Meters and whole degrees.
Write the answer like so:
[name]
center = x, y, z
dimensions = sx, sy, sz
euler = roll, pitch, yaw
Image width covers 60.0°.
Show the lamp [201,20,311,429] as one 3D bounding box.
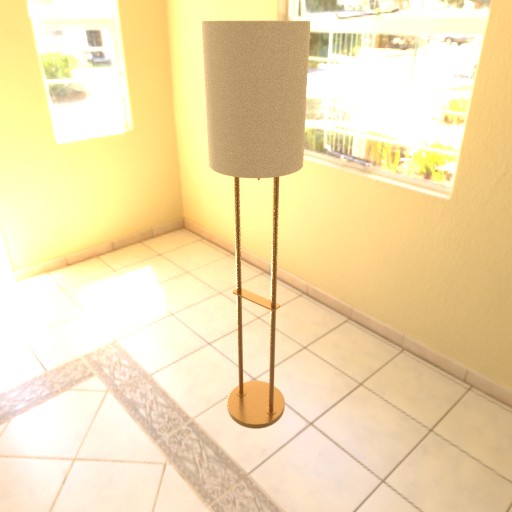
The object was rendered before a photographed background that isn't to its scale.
[lamp]
center = 0.000, 0.000, 1.600
dimensions = 0.306, 1.500, 0.305
euler = 20, 34, 33
